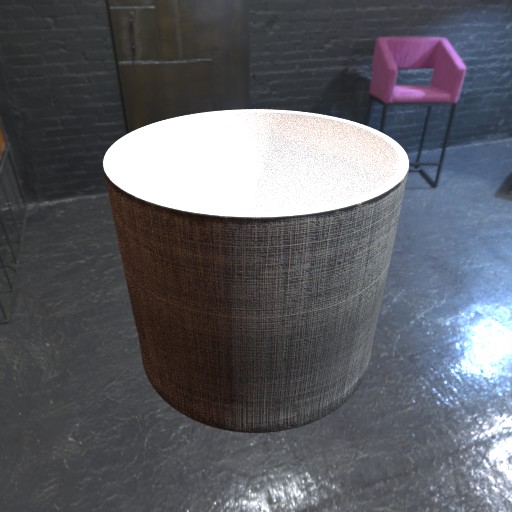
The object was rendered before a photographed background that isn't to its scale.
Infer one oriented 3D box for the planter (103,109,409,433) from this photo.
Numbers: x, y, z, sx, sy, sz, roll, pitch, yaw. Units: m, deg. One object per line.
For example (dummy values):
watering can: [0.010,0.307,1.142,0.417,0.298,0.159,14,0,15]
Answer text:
planter: [0.000,0.000,0.442,0.254,0.221,0.254,0,33,0]
